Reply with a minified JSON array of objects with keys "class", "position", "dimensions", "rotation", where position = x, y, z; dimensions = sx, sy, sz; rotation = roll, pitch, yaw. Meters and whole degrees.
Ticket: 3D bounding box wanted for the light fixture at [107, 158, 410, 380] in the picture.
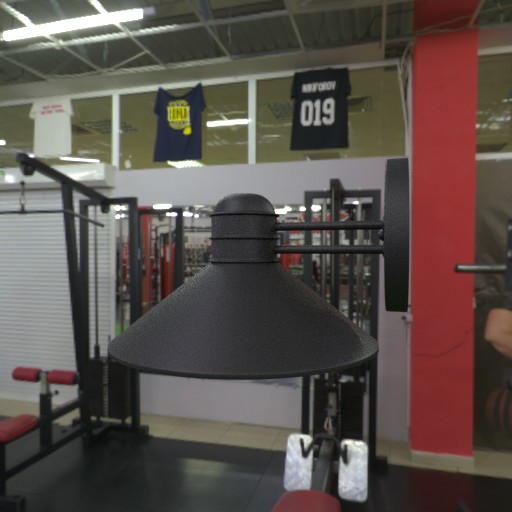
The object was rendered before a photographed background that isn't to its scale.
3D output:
[{"class":"light fixture","position":[0.000,0.000,0.670],"dimensions":[0.434,0.265,0.396],"rotation":[0,1,18]}]
